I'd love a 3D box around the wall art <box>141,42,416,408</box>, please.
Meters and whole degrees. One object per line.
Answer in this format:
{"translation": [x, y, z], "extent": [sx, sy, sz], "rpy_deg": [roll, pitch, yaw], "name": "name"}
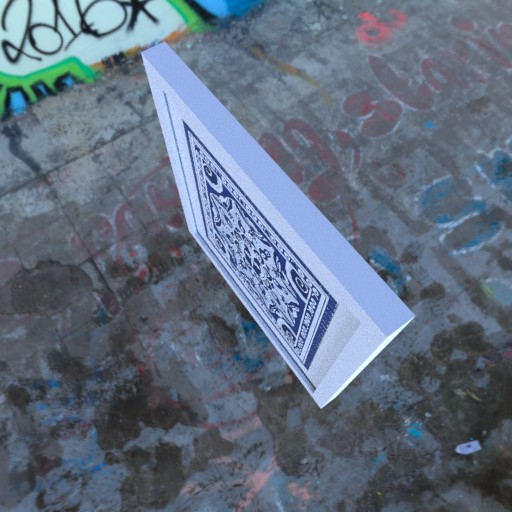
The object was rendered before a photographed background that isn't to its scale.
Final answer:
{"translation": [0.000, 0.000, 0.536], "extent": [0.027, 0.355, 0.355], "rpy_deg": [-32, 68, -15], "name": "wall art"}
